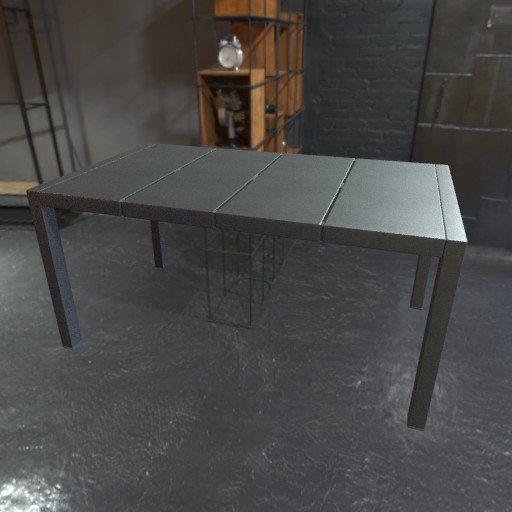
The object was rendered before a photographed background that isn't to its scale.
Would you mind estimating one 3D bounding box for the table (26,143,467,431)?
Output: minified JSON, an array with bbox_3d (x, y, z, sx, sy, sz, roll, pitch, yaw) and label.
[{"bbox_3d":[0.000,0.000,1.251,0.965,0.460,0.559,8,27,16],"label":"table"}]
